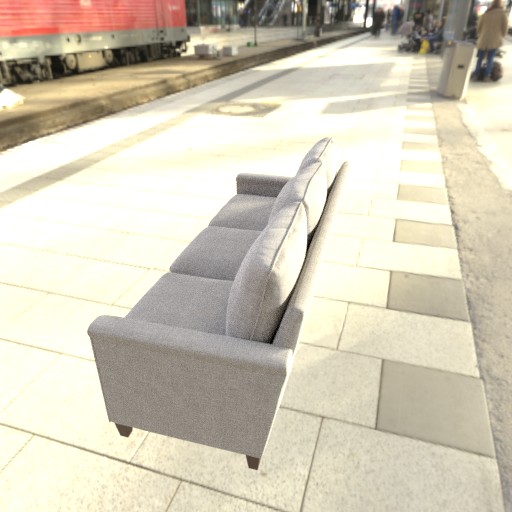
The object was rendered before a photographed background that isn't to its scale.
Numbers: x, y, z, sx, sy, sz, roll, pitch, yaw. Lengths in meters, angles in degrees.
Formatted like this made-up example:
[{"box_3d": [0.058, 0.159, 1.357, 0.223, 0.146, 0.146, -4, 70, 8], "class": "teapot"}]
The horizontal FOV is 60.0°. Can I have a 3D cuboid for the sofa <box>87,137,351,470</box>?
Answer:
[{"box_3d": [0.000, 0.000, 2.437, 0.828, 0.959, 1.925, 8, 30, 14], "class": "sofa"}]
